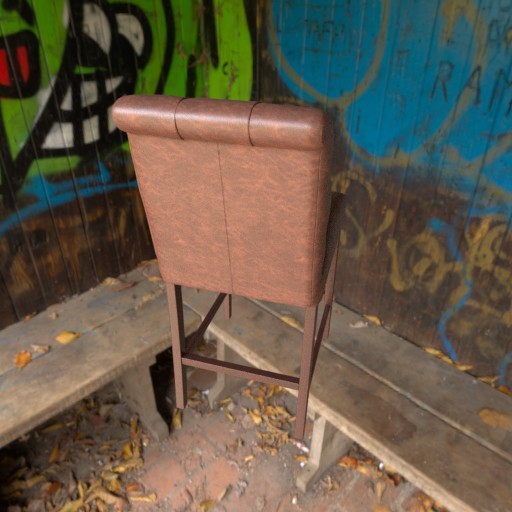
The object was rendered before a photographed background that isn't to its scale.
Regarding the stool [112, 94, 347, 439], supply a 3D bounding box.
[{"bbox_3d":[0.000,0.000,1.416,0.486,1.084,0.660,9,33,14],"label":"stool"}]
